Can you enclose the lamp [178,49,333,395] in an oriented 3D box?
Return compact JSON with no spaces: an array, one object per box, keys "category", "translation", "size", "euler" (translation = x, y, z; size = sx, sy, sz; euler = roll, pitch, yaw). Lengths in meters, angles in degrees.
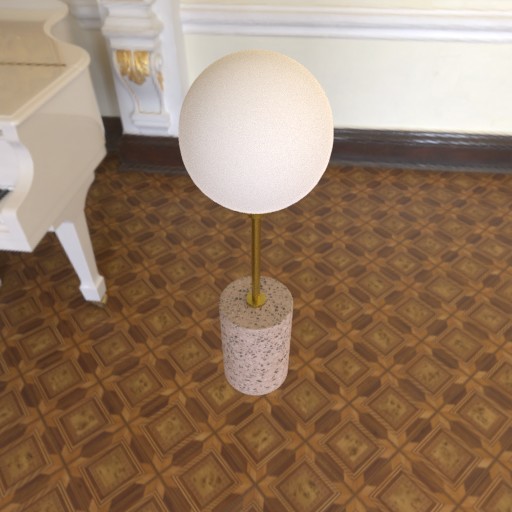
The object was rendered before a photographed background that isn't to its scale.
[{"category":"lamp","translation":[0.000,0.000,0.552],"size":[0.153,0.480,0.153],"euler":[0,42,0]}]
